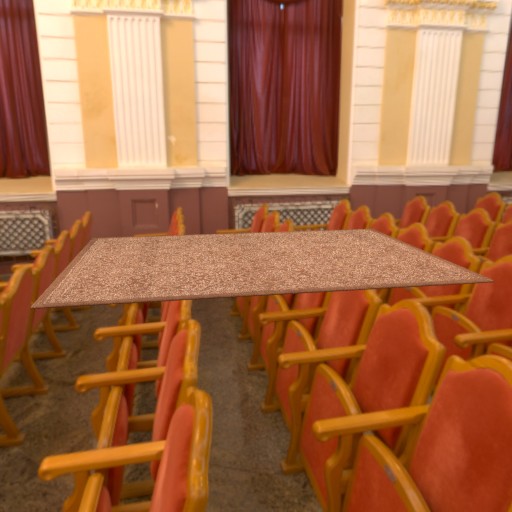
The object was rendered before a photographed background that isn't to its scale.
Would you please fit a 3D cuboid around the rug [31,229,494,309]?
[{"bbox_3d":[0.000,0.000,2.868,2.286,0.011,1.524,-2,14,-10],"label":"rug"}]
